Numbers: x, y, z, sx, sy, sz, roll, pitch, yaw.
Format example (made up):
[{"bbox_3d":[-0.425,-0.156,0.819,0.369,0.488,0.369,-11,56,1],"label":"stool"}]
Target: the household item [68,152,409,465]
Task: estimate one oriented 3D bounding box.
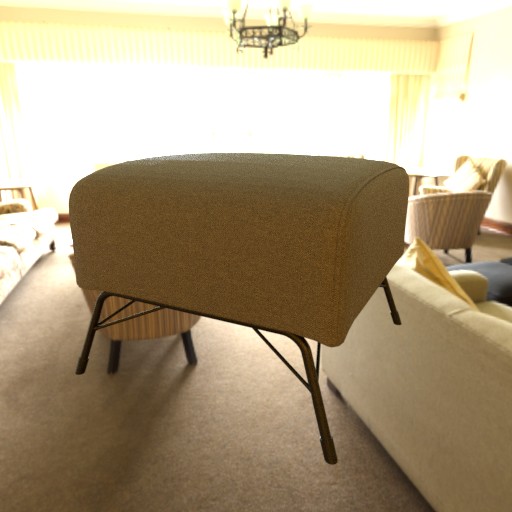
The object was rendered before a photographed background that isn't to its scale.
[{"bbox_3d":[0.000,0.000,0.913,0.530,0.410,0.530,9,19,26],"label":"household item"}]
